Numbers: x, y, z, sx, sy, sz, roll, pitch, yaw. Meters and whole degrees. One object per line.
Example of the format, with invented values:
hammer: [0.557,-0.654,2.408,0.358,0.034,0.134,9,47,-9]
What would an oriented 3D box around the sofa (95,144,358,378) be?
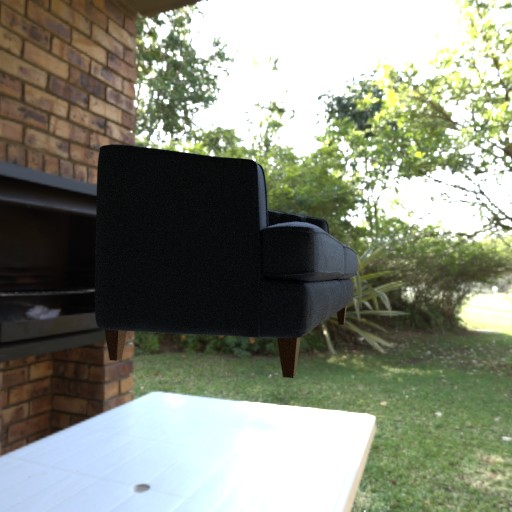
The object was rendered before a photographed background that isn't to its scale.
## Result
sofa: [0.000,0.000,2.308,0.941,0.854,1.733,-1,-3,17]
